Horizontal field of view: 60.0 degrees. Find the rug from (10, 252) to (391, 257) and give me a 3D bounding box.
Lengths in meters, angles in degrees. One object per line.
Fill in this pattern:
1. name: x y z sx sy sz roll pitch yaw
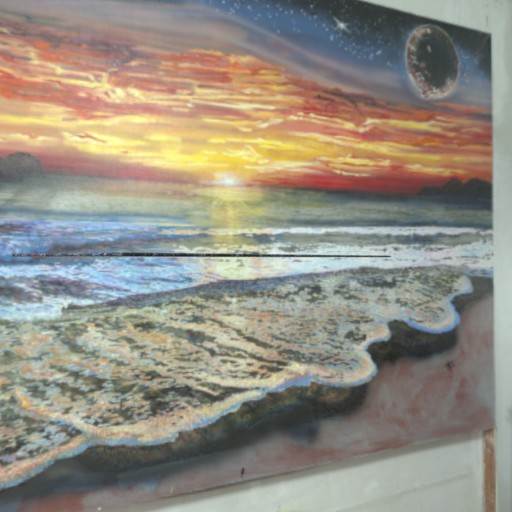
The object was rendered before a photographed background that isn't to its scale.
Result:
1. rug: 0.000 0.000 2.447 0.719 0.013 2.306 0 0 36
